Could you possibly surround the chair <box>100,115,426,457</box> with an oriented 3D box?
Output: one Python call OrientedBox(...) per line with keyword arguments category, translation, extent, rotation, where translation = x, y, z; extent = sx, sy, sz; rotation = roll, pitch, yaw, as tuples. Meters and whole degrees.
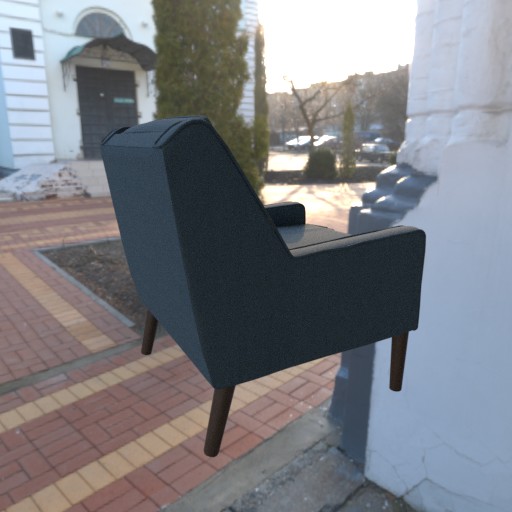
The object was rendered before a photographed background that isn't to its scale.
OrientedBox(category="chair", translation=(0.000, 0.000, 1.323), extent=(0.733, 0.780, 0.663), rotation=(-8, 17, -27))
